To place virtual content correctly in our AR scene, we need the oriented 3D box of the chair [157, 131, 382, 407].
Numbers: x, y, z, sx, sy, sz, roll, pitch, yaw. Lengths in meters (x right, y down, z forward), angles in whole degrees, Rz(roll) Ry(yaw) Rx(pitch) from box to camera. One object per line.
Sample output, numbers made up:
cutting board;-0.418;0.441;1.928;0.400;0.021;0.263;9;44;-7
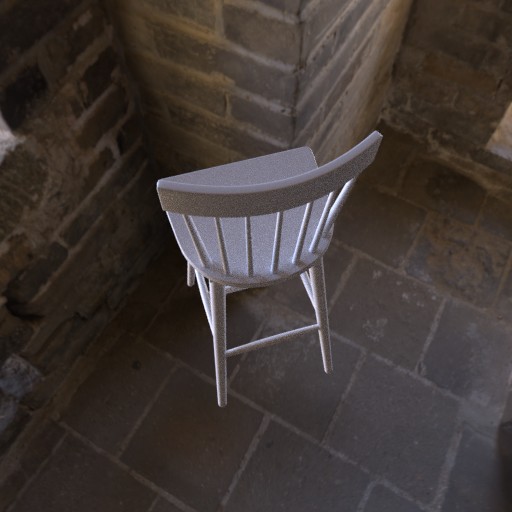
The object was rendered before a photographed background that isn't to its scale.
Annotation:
chair;0.000;0.000;1.404;0.483;1.092;0.572;-15;59;-9
